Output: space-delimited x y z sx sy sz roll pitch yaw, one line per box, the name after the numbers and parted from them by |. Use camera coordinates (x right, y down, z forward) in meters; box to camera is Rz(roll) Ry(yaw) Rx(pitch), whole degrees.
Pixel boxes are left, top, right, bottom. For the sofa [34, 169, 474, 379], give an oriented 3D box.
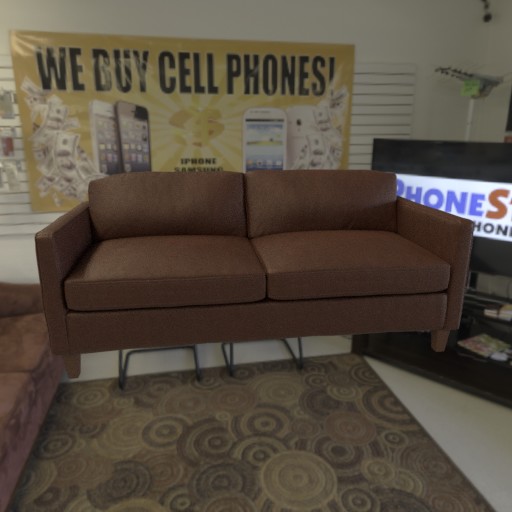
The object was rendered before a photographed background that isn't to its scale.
0.000 0.000 2.395 1.971 0.863 0.923 -2 16 -8 | sofa
